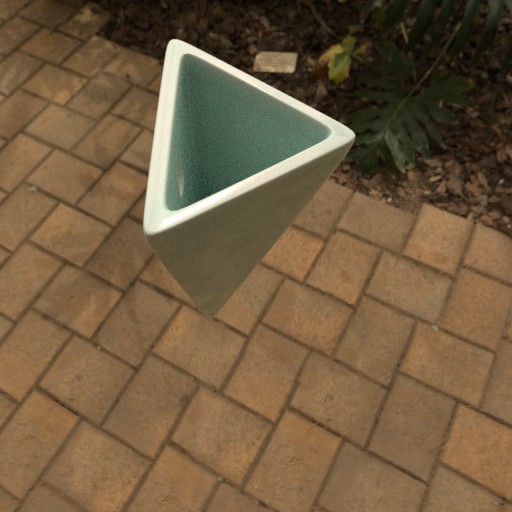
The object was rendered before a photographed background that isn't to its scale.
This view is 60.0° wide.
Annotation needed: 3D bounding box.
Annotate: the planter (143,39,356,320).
[{"bbox_3d":[0.000,0.000,0.216,0.064,0.178,0.080,0,62,0],"label":"planter"}]
